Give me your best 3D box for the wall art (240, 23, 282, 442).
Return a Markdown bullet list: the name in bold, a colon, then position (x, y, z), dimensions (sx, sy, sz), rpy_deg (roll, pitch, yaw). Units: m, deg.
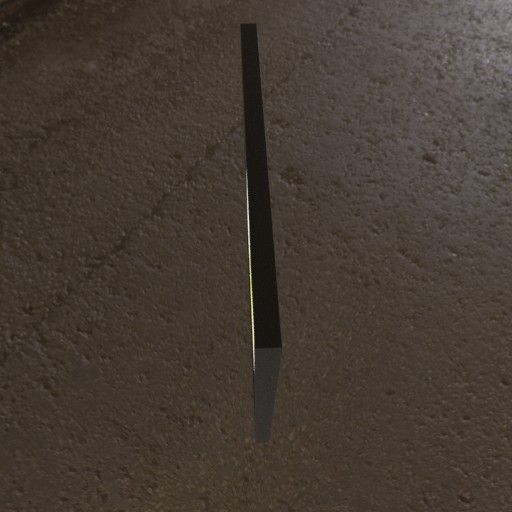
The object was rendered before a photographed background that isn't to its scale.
- **wall art**: position (0.000, 0.000, 1.121), dimensions (0.037, 0.760, 0.762), rpy_deg (-2, 58, -1)
